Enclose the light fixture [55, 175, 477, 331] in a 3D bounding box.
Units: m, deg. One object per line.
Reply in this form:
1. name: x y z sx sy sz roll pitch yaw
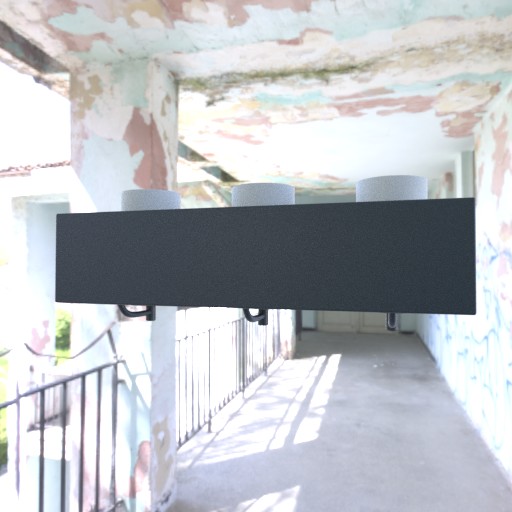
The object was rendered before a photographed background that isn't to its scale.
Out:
1. light fixture: 0.000 0.000 0.527 0.451 0.172 0.145 0 -1 17
